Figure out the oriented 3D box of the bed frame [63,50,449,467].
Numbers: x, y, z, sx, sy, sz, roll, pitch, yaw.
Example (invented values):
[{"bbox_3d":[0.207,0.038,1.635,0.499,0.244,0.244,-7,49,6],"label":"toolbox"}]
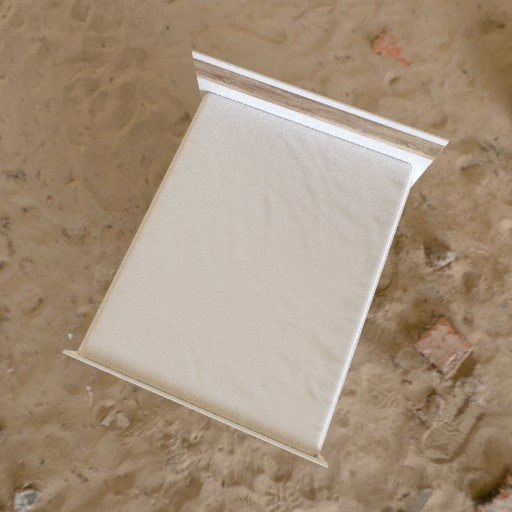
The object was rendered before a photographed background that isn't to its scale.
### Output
[{"bbox_3d":[0.000,0.000,2.943,1.720,0.800,2.060,21,76,5],"label":"bed frame"}]
